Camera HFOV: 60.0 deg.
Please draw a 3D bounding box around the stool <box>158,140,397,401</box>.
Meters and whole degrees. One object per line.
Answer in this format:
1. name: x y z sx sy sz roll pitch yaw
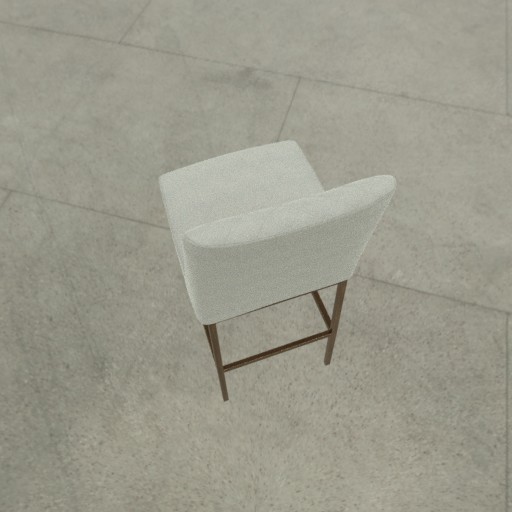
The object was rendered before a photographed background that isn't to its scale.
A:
1. stool: 0.000 0.000 1.372 0.462 1.084 0.546 -17 61 -10
